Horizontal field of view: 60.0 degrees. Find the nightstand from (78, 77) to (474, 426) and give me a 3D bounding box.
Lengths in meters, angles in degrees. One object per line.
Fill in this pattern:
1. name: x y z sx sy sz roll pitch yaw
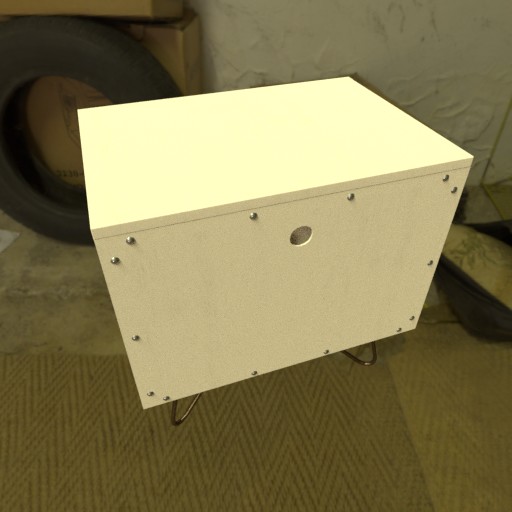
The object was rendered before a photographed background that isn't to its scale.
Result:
1. nightstand: 0.000 0.000 1.010 0.614 0.604 0.447 -13 41 -15
